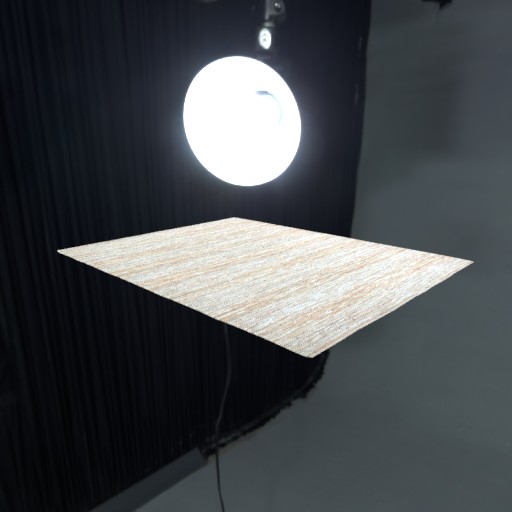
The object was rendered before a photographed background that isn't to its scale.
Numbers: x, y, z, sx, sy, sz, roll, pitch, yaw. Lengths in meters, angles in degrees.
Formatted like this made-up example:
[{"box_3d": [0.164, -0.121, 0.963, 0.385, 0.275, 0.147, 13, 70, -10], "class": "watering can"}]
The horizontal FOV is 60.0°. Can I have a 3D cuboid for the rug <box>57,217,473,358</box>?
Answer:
[{"box_3d": [0.000, 0.000, 3.923, 2.939, 0.009, 2.313, 14, 21, 42], "class": "rug"}]
